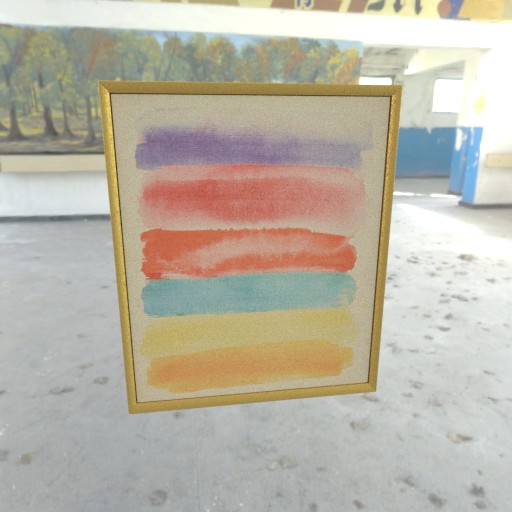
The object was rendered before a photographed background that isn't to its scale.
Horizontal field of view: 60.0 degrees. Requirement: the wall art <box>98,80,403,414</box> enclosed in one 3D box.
[{"bbox_3d":[0.000,0.000,0.884,0.537,0.642,0.048,-2,16,-8],"label":"wall art"}]
